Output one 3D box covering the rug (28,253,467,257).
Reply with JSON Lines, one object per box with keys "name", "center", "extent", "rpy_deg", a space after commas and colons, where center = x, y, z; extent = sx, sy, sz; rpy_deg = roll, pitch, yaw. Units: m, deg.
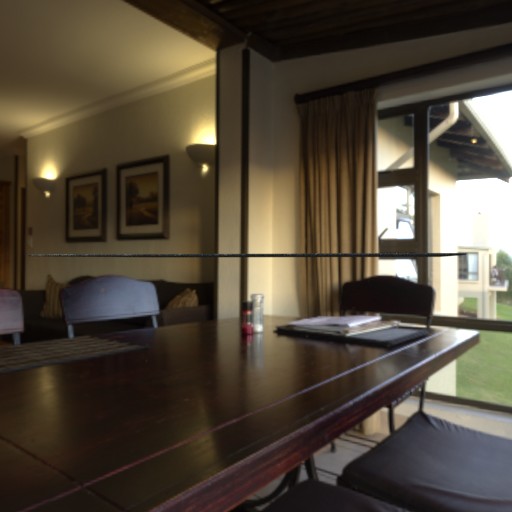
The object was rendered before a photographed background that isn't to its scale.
{"name": "rug", "center": [0.000, 0.000, 2.202], "extent": [1.795, 0.008, 1.102], "rpy_deg": [0, -1, 19]}
